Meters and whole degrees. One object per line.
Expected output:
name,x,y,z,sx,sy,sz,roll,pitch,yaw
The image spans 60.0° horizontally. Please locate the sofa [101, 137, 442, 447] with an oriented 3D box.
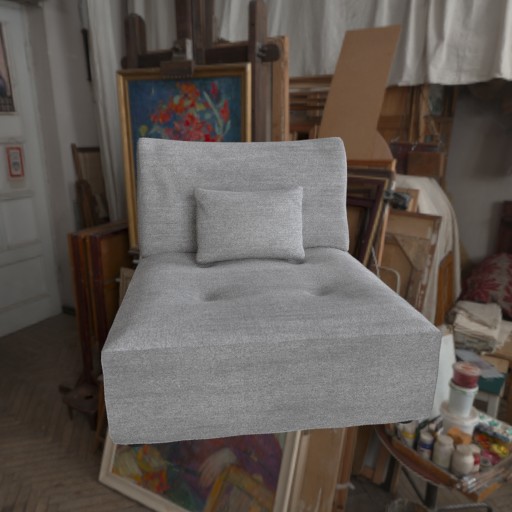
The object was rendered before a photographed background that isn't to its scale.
sofa,0.000,0.000,1.628,0.930,0.820,1.000,-2,17,-7
